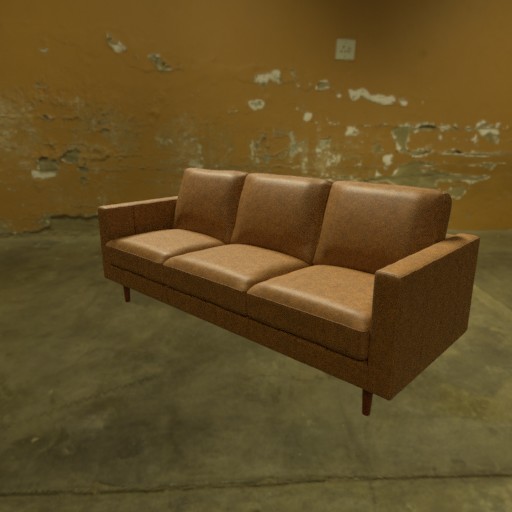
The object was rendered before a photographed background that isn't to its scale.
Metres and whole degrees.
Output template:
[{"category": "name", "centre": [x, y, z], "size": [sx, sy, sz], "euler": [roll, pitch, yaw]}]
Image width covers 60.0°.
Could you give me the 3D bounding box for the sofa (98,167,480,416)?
[{"category": "sofa", "centre": [0.000, 0.000, 2.687], "size": [2.231, 0.930, 0.903], "euler": [14, 21, 41]}]
